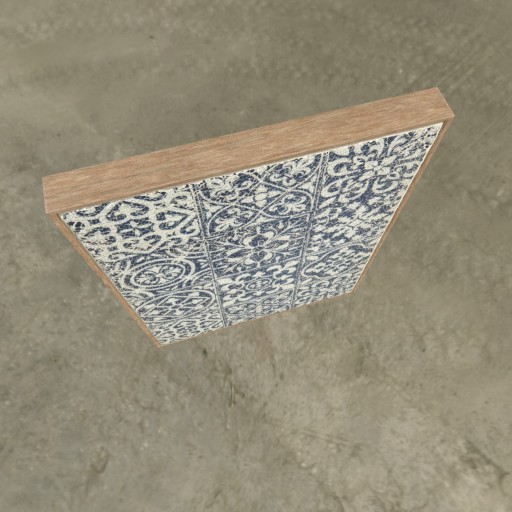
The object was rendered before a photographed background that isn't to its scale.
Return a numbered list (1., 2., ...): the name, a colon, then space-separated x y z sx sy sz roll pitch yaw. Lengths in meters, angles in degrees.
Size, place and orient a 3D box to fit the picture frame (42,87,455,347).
1. picture frame: 0.000 0.000 0.688 0.424 0.526 0.043 -15 66 -7
